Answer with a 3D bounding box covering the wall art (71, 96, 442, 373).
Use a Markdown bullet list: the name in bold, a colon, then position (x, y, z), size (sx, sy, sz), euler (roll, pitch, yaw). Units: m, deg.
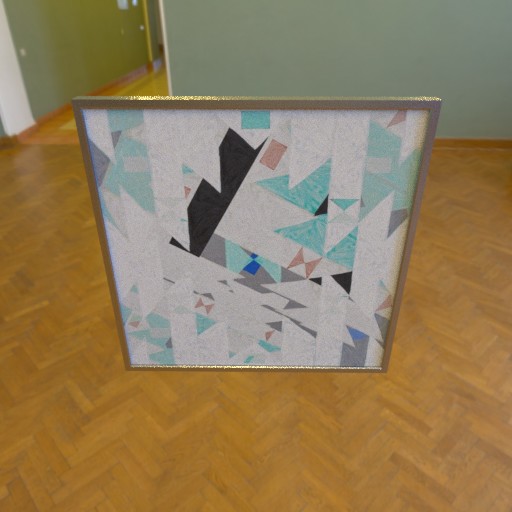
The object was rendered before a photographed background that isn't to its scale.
- **wall art**: position (0.000, 0.000, 1.182), size (0.806, 0.806, 0.038), euler (0, 30, 1)
